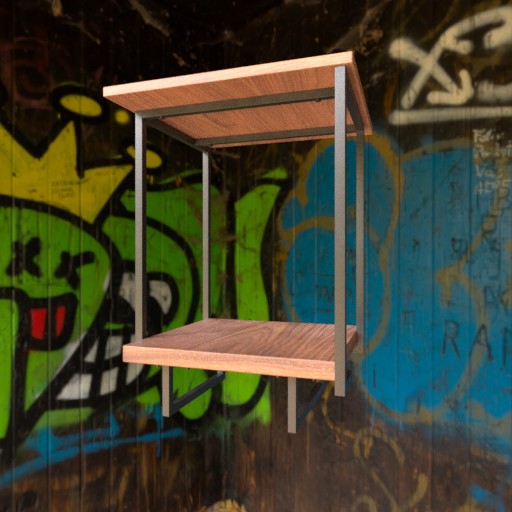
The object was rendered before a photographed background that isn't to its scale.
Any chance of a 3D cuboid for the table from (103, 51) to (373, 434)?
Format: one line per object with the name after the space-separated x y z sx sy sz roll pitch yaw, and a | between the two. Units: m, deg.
0.000 0.000 0.859 0.411 0.567 0.384 0 0 19 | table
